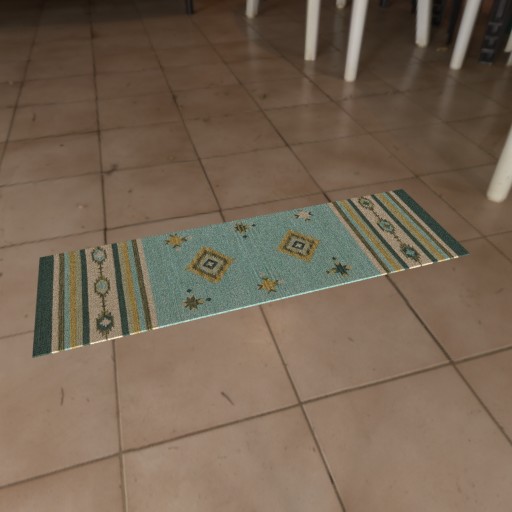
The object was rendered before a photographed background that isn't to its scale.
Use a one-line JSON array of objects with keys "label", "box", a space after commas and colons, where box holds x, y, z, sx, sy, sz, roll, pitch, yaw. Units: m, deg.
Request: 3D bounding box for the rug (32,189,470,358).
[{"label": "rug", "box": [0.000, 0.000, 2.628, 2.441, 0.010, 0.744, -12, 42, -13]}]
